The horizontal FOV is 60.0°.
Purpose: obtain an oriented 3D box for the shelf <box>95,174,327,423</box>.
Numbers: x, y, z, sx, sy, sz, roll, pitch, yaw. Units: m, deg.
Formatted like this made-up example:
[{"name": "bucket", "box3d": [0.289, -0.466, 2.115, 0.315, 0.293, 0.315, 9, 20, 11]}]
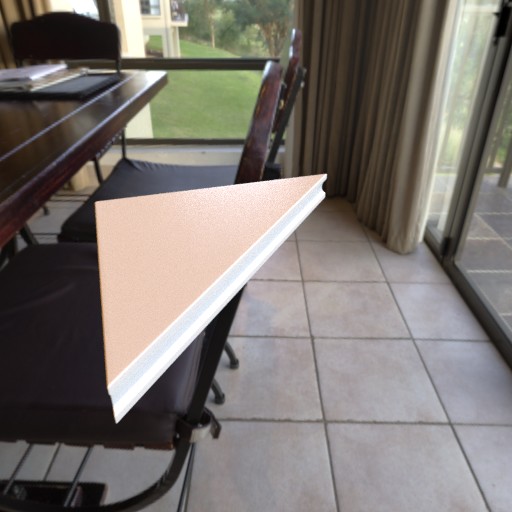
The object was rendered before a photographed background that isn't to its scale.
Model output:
[{"name": "shelf", "box3d": [0.000, 0.000, 0.442, 0.296, 0.035, 0.296, -10, 32, -16]}]
